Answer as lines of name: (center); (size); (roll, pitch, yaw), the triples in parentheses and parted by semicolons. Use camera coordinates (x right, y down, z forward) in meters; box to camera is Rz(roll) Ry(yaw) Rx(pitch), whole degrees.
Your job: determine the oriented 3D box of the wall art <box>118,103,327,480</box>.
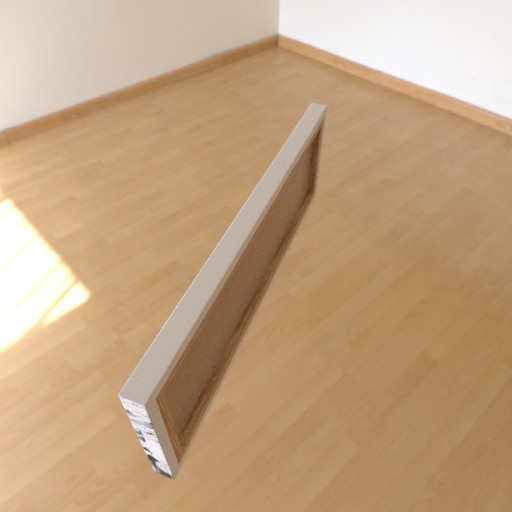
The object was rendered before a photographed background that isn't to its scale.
wall art: (0.000, 0.000, 0.846); (0.038, 0.255, 0.763); (16, 48, 15)
